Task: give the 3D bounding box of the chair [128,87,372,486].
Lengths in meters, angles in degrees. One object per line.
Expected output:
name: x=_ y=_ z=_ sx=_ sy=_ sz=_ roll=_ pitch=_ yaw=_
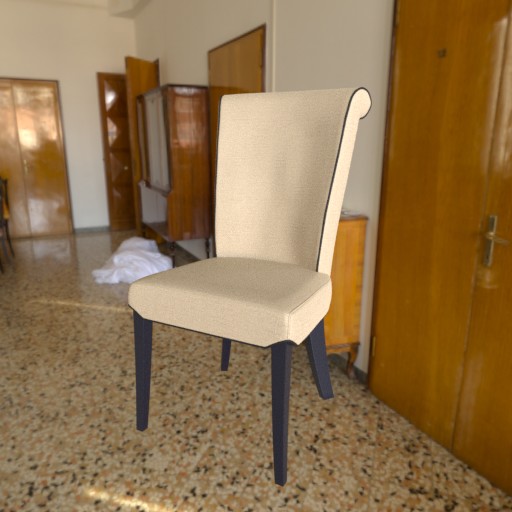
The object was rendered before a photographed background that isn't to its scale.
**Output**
chair: x=0.000 y=0.000 z=1.359 sx=0.522 sy=0.997 sz=0.623 roll=8 pitch=17 yaw=27
